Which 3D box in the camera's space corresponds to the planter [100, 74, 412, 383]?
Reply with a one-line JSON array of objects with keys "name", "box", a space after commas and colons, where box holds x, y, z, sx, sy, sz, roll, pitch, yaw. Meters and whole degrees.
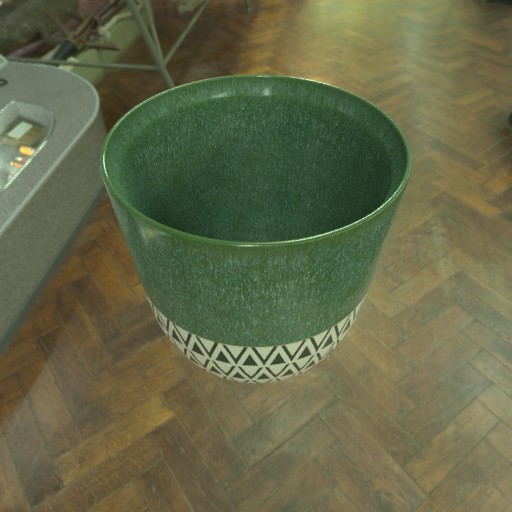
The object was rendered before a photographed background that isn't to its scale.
[{"name": "planter", "box": [0.000, 0.000, 0.360, 0.195, 0.214, 0.195, 0, 46, 0]}]
